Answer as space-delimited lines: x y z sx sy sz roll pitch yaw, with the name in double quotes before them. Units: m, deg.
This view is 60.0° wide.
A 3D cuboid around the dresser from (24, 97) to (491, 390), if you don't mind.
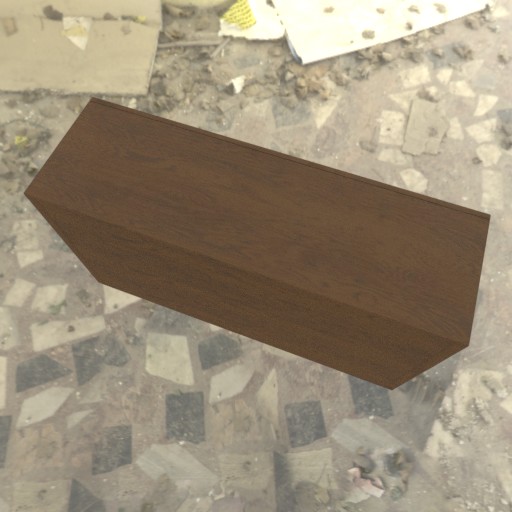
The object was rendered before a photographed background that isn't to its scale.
"dresser" 0.000 0.000 1.917 1.523 0.889 0.512 19 66 9
